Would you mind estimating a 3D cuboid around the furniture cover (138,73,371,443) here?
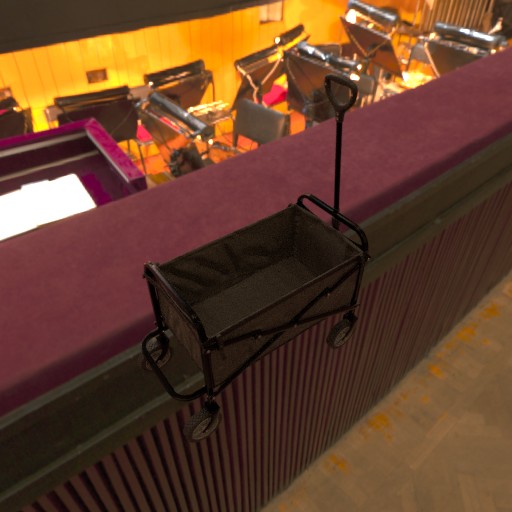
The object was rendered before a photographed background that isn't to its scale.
[{"bbox_3d":[0.000,0.000,1.811,1.038,1.295,0.532,-26,48,-27],"label":"furniture cover"}]
